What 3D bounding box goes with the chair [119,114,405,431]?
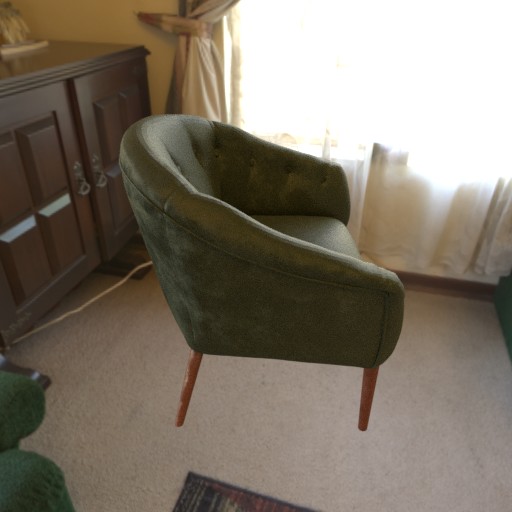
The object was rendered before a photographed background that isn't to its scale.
[{"bbox_3d":[0.000,0.000,1.492,0.776,0.885,0.851,0,31,-1],"label":"chair"}]
